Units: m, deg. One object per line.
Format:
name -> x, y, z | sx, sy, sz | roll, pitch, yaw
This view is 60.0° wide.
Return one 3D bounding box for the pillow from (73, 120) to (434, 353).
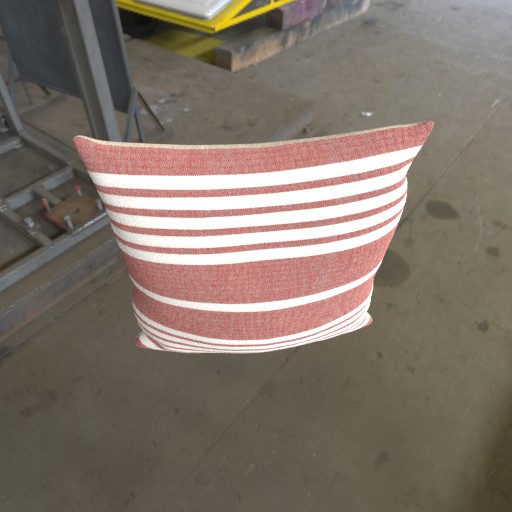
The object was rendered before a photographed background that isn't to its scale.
pillow -> 0.000, 0.000, 0.666 | 0.439, 0.427, 0.182 | -5, 45, -5
